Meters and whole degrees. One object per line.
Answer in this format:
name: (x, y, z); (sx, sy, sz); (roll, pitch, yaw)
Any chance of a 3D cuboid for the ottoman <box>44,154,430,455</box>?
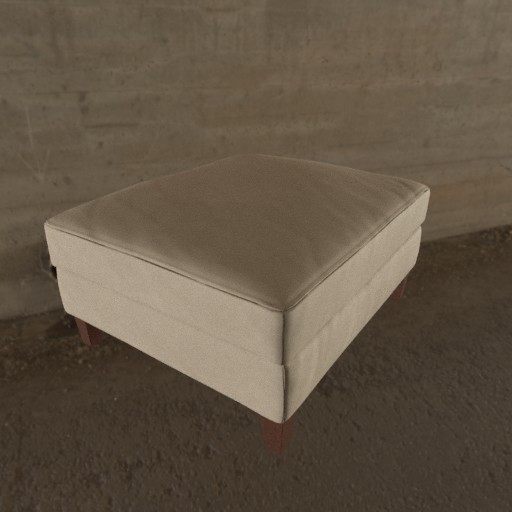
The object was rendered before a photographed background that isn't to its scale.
ottoman: (0.000, 0.000, 1.483); (0.836, 0.492, 1.002); (17, 31, 31)
